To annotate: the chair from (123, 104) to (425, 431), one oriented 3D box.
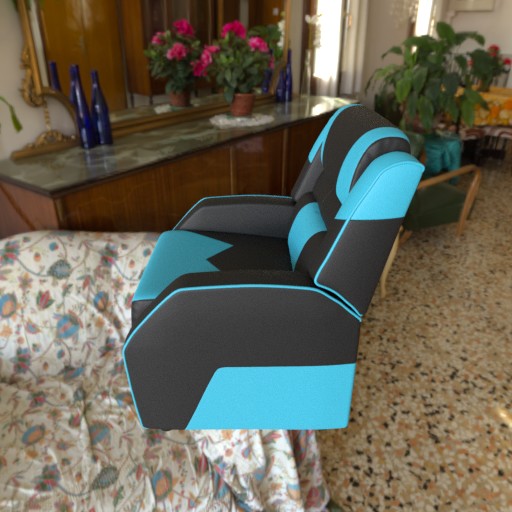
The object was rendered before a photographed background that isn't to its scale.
[{"bbox_3d":[0.000,0.000,1.300,0.672,0.805,0.620,0,27,0],"label":"chair"}]
